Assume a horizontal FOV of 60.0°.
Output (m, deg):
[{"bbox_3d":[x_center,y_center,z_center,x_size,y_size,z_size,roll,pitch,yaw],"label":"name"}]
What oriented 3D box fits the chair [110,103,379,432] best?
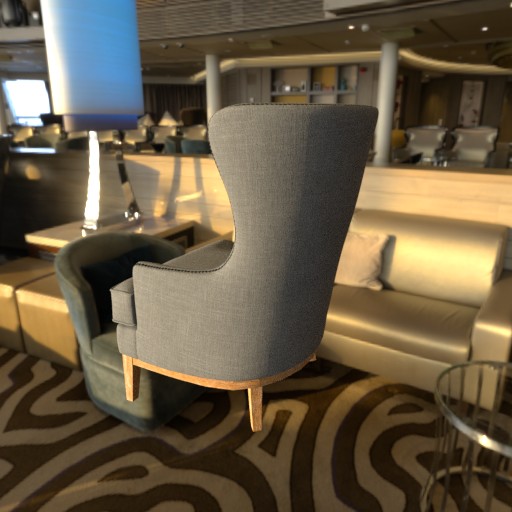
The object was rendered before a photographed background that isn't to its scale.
[{"bbox_3d":[0.000,0.000,1.837,0.883,1.176,0.864,9,19,27],"label":"chair"}]
